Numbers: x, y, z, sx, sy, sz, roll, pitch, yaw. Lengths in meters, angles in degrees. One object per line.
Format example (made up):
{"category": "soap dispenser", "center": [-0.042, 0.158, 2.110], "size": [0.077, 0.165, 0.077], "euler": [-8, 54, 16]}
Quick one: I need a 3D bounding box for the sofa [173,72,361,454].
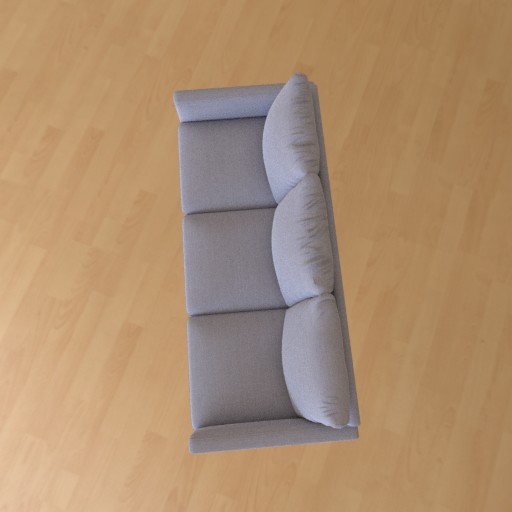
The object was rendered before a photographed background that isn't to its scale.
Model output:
{"category": "sofa", "center": [0.000, 0.000, 2.530], "size": [0.850, 0.830, 2.000], "euler": [-5, 77, -1]}
